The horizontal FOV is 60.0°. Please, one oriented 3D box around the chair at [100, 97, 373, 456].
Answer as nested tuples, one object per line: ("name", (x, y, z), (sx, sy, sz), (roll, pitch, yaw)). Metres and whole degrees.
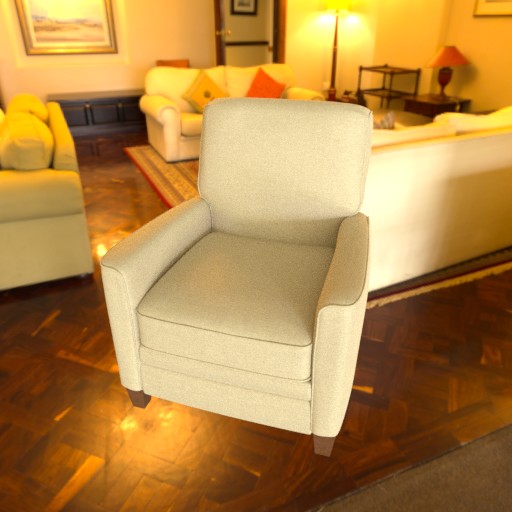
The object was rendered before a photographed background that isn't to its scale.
("chair", (0.000, 0.000, 1.662), (0.841, 1.023, 0.858), (8, 29, 15))
